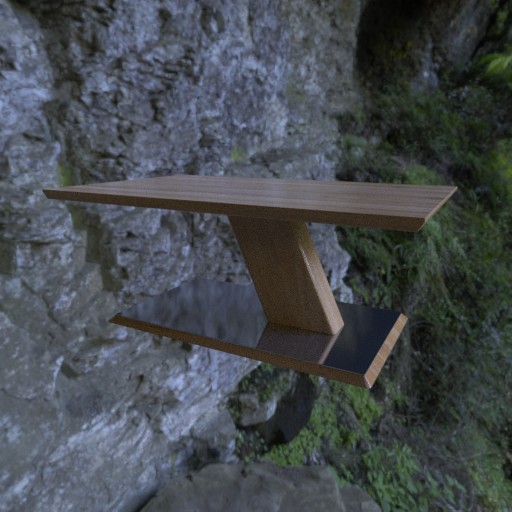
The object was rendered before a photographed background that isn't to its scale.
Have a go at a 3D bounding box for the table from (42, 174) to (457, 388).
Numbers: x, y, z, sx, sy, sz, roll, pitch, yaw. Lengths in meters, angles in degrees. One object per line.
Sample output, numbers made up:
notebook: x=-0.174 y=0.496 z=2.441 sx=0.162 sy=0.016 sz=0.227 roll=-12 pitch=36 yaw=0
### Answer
table: x=0.000 y=0.000 z=1.440 sx=1.100 sy=0.441 sz=0.692 roll=8 pitch=16 yaw=27
